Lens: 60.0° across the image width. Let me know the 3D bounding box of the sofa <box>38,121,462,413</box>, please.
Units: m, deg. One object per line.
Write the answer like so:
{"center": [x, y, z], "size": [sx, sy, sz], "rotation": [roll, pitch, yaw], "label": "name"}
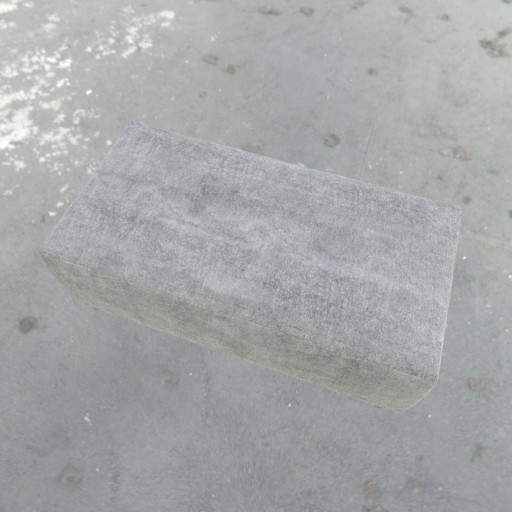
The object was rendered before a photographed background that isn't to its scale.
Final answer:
{"center": [0.000, 0.000, 1.155], "size": [0.930, 0.330, 0.480], "rotation": [17, 61, 10], "label": "sofa"}
